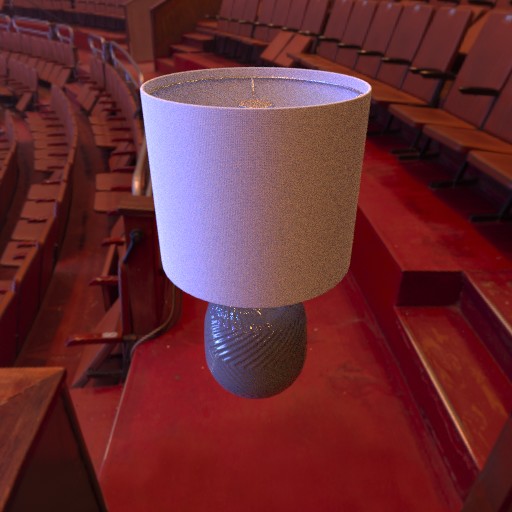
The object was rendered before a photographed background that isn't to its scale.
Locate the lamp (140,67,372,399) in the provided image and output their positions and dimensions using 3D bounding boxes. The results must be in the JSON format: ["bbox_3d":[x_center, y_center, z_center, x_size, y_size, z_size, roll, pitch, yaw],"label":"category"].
[{"bbox_3d":[0.000,0.000,0.498,0.207,0.366,0.207,-1,31,-2],"label":"lamp"}]
